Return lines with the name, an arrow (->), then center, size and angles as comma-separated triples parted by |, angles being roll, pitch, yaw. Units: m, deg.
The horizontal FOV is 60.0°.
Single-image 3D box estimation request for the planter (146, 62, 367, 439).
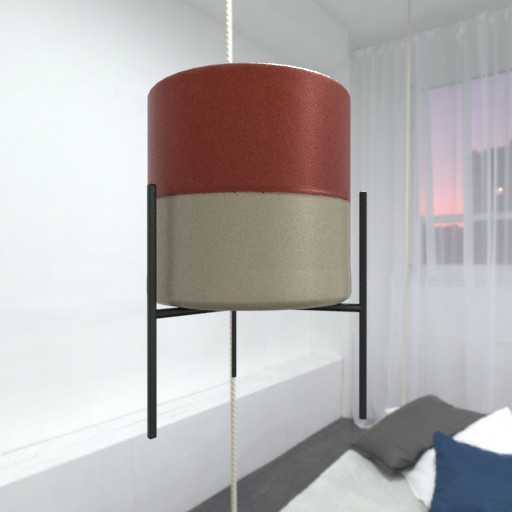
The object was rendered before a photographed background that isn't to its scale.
planter -> 0.000, 0.000, 0.517 | 0.251, 0.354, 0.235 | 0, 0, 18
